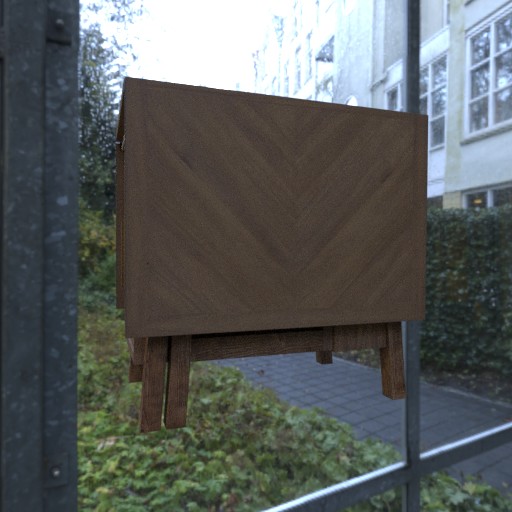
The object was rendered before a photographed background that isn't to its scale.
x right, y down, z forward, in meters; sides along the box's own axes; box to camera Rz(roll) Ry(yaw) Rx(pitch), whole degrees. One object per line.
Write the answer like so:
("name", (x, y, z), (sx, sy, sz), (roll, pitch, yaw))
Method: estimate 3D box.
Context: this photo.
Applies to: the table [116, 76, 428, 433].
("table", (0.000, 0.000, 1.643), (0.967, 0.981, 0.701), (0, 0, -20))
